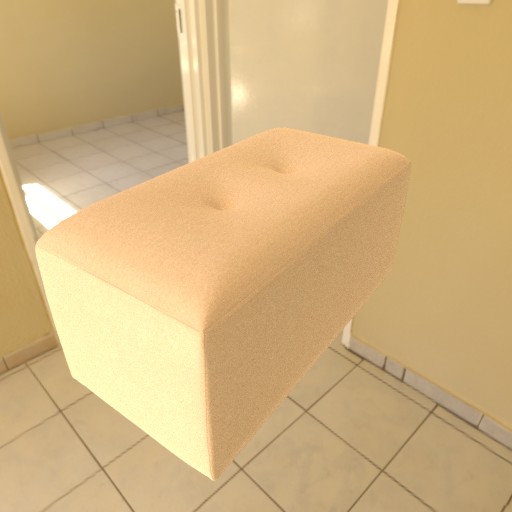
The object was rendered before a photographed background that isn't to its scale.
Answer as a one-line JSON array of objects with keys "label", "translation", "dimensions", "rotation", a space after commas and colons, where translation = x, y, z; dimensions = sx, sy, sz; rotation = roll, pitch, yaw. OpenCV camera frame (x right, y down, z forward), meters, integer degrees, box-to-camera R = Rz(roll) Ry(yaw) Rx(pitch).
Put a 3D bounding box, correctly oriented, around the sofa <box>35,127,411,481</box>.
[{"label": "sofa", "translation": [0.000, 0.000, 1.184], "dimensions": [0.480, 0.470, 0.930], "rotation": [22, 39, 30]}]
